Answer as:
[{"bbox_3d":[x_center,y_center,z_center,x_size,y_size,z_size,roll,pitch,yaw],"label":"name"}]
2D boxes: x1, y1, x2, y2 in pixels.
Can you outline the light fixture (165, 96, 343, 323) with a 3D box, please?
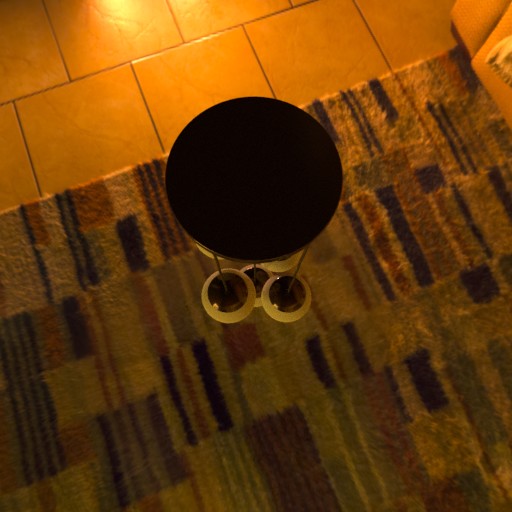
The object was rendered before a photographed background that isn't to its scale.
[{"bbox_3d":[0.000,0.000,1.473,0.484,1.271,0.489,-41,79,-9],"label":"light fixture"}]
